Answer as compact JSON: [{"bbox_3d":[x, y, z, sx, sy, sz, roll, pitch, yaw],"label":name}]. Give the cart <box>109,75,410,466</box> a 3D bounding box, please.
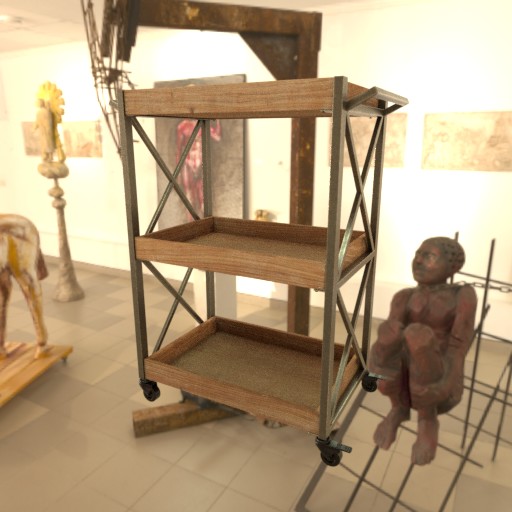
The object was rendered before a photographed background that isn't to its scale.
[{"bbox_3d":[0.000,0.000,1.193,0.673,0.835,0.377,8,17,27],"label":"cart"}]
